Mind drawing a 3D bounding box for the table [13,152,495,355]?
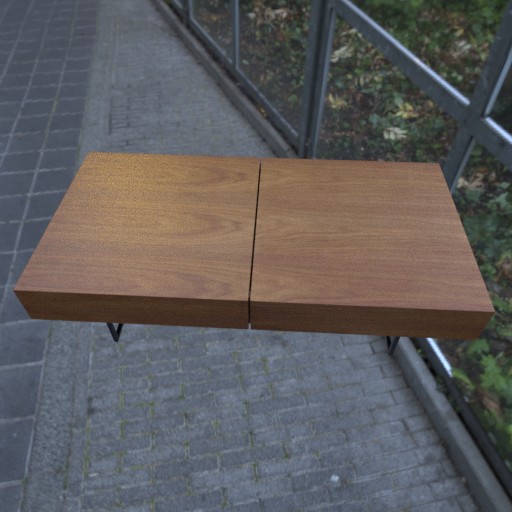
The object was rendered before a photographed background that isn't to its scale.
[{"bbox_3d":[0.000,0.000,1.422,1.194,0.330,0.610,2,47,2],"label":"table"}]
